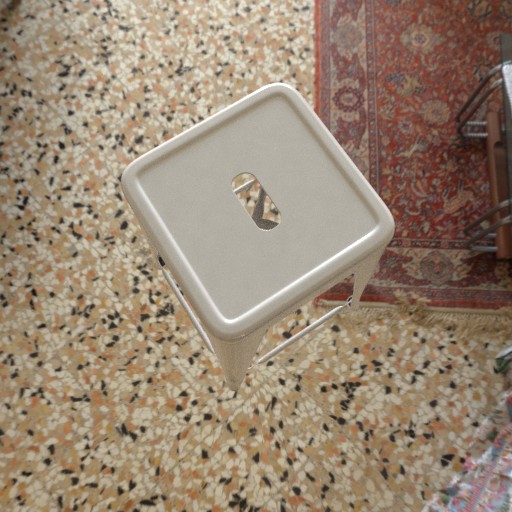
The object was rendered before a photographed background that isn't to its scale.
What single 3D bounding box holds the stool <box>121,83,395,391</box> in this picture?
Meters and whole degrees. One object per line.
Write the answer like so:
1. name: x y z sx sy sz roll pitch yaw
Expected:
1. stool: 0.000 0.000 0.897 0.406 0.610 0.406 -32 78 -8
